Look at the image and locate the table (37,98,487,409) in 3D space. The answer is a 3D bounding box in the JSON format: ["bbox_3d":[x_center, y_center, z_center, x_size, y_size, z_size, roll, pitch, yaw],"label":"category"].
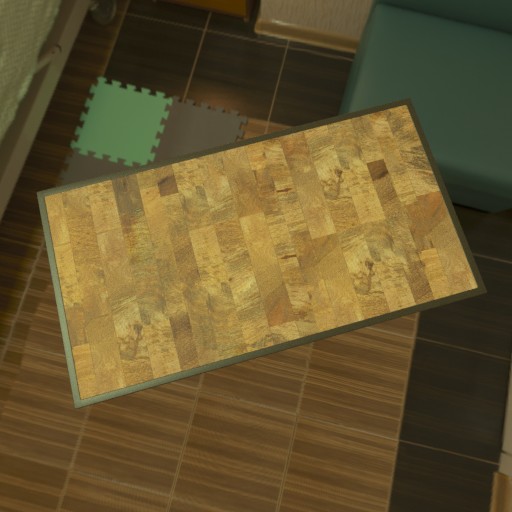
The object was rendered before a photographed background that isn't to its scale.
[{"bbox_3d":[0.000,0.000,1.499,1.199,0.398,0.649,-15,77,-3],"label":"table"}]
